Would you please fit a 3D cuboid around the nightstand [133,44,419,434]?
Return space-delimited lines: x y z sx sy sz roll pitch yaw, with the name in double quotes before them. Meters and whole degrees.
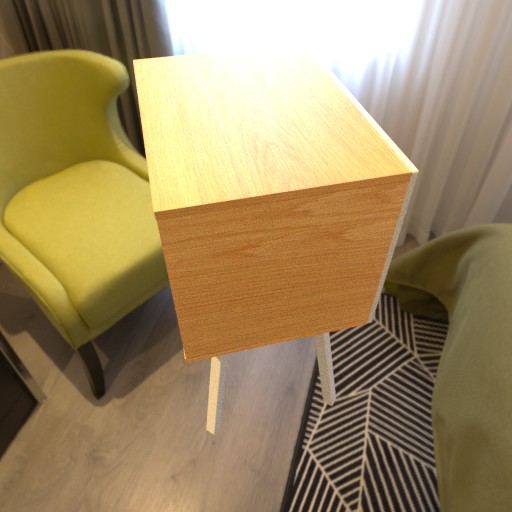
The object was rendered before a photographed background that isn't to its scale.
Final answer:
"nightstand" 0.000 0.000 0.832 0.316 0.601 0.400 -10 46 -10
